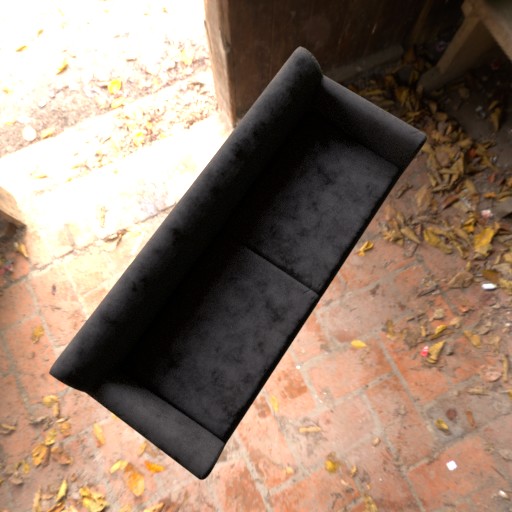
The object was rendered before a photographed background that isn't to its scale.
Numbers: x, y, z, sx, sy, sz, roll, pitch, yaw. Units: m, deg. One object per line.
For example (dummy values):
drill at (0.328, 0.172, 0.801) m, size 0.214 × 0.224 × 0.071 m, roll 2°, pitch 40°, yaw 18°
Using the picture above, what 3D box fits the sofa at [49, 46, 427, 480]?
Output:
sofa at (0.000, 0.000, 2.568) m, size 0.900 × 0.740 × 2.190 m, roll 34°, pitch 78°, yaw 8°
